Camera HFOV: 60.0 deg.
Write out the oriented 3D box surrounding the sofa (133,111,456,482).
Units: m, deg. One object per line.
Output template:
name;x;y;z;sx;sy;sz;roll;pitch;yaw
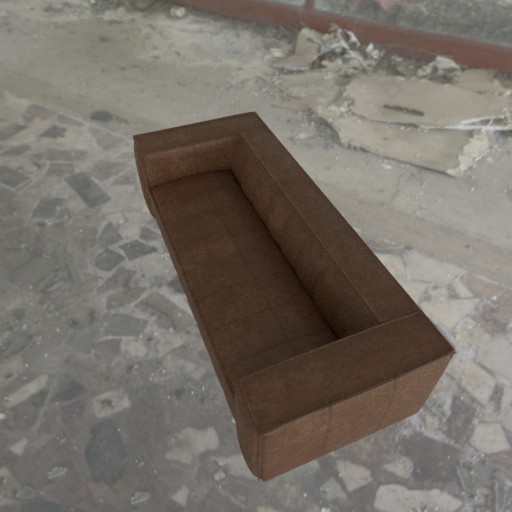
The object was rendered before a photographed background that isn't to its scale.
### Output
sofa;0.000;0.000;3.030;1.102;0.701;2.581;-17;48;-15
